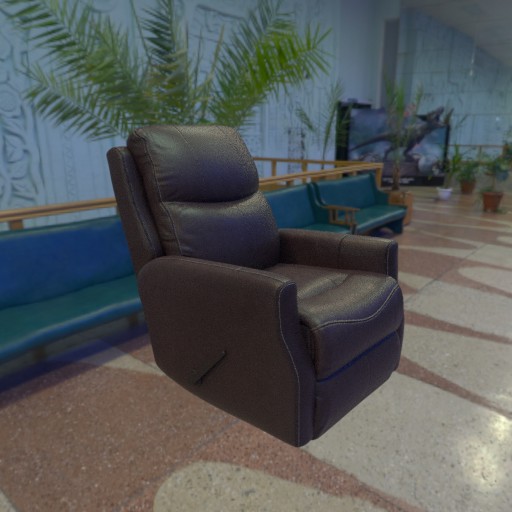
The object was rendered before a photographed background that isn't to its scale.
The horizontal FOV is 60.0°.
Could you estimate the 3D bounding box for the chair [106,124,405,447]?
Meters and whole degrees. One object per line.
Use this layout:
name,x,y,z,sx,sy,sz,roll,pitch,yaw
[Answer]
chair,0.000,0.000,1.807,1.080,1.030,0.829,14,21,41
